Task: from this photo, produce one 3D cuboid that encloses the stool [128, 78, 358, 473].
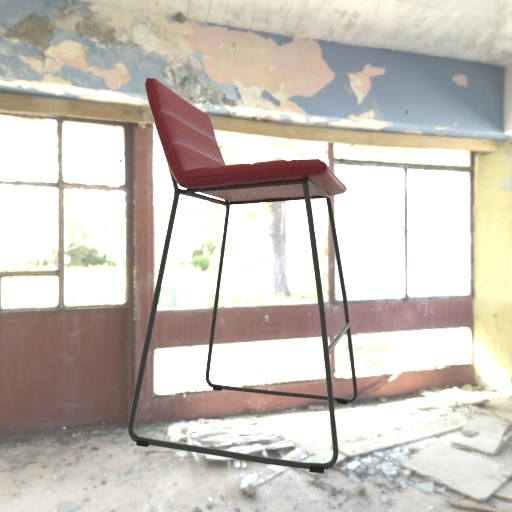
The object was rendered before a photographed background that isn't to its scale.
[{"bbox_3d":[0.000,0.000,1.252,0.524,0.937,0.489,0,1,18],"label":"stool"}]
